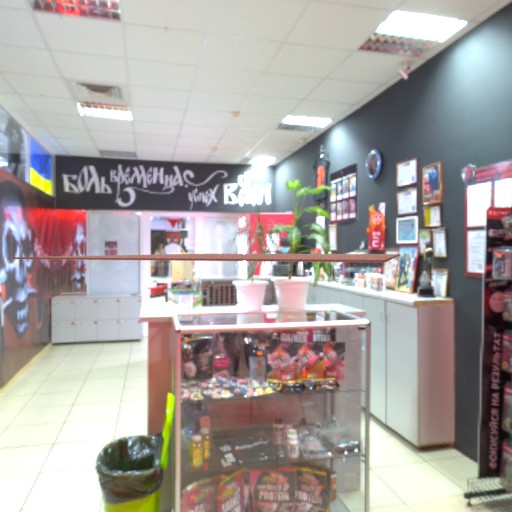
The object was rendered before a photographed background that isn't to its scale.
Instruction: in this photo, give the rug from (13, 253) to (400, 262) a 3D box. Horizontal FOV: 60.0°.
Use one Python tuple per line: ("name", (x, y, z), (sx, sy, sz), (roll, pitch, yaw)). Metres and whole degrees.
("rug", (0.000, 0.000, 3.434), (2.073, 0.011, 2.584), (0, 1, 19))
